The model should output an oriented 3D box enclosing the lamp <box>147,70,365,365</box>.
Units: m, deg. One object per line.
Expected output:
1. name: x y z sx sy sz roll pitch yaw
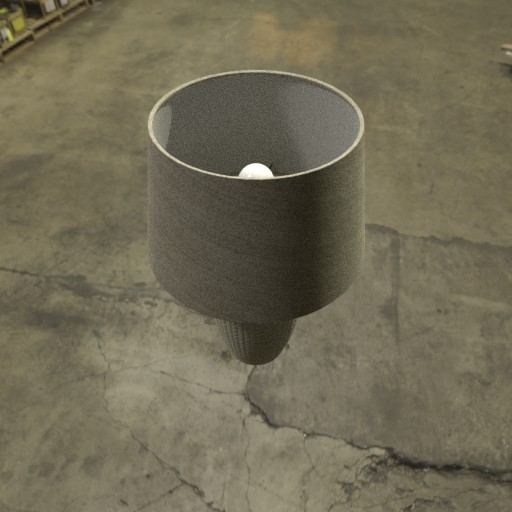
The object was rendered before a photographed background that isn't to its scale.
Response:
1. lamp: 0.000 0.000 0.845 0.390 0.580 0.390 0 46 0
